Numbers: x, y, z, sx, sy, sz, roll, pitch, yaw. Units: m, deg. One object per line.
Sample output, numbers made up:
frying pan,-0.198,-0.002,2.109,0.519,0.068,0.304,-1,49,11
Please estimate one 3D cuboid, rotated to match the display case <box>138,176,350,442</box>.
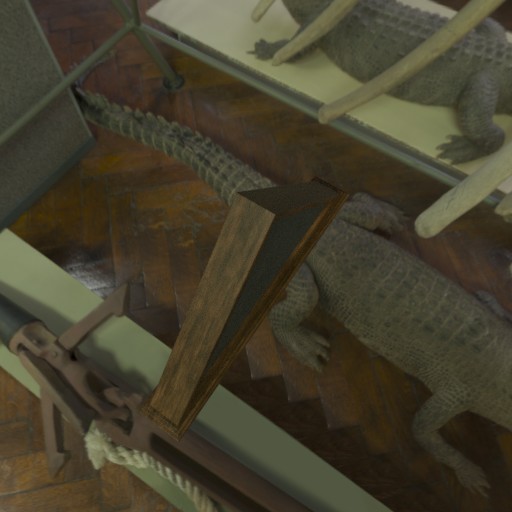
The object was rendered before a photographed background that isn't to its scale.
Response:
display case,0.000,0.000,0.776,0.095,0.340,0.640,31,68,14
